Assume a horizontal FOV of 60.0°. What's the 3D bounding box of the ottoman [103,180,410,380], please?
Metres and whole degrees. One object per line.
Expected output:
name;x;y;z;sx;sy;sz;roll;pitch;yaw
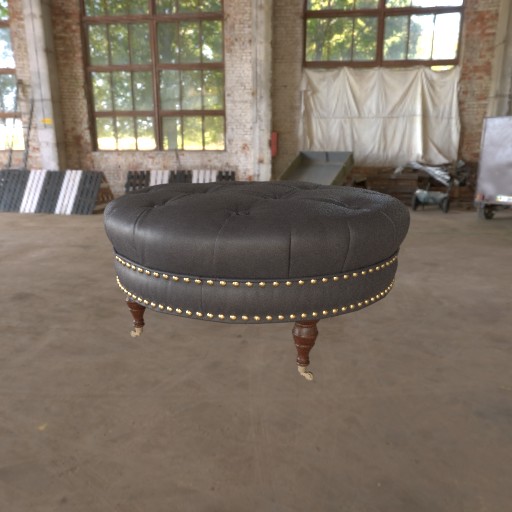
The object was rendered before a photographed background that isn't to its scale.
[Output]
ottoman;0.000;0.000;1.403;0.901;0.439;0.901;0;15;0
